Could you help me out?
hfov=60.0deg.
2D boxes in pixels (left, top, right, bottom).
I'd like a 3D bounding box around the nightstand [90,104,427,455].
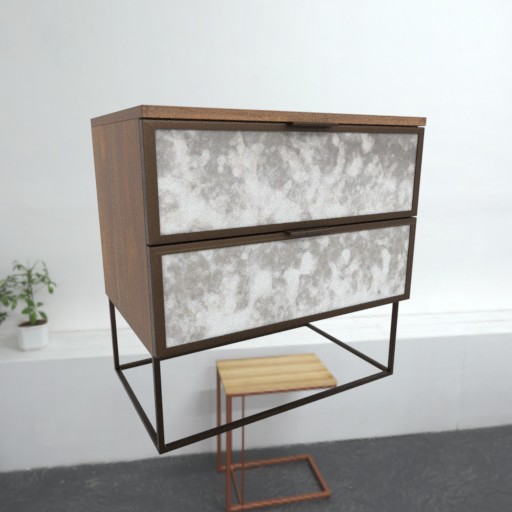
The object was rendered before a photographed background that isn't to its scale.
[{"bbox_3d":[0.000,0.000,1.024,0.605,0.611,0.427,-8,16,-29],"label":"nightstand"}]
